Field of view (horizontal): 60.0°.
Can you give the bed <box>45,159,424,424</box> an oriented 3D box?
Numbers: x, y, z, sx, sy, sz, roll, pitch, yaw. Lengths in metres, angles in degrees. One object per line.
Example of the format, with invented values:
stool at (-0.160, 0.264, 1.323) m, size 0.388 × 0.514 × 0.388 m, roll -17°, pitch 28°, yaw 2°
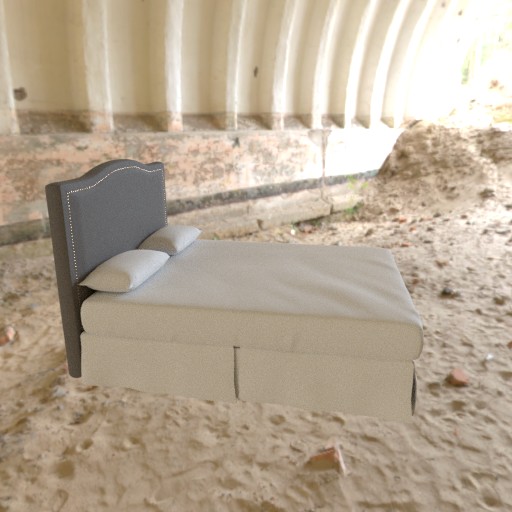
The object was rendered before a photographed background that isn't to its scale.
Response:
bed at (0.000, 0.000, 3.437) m, size 2.282 × 1.436 × 1.821 m, roll 3°, pitch 17°, yaw 10°
